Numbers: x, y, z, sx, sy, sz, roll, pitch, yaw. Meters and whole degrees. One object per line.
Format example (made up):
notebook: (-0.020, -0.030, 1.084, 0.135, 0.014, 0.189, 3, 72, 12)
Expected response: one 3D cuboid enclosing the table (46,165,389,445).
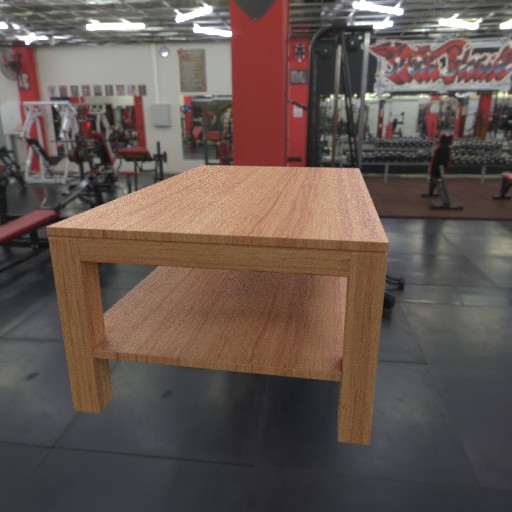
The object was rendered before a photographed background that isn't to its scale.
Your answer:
table: (0.000, 0.000, 1.478, 0.695, 0.457, 1.146, 3, 18, 9)
